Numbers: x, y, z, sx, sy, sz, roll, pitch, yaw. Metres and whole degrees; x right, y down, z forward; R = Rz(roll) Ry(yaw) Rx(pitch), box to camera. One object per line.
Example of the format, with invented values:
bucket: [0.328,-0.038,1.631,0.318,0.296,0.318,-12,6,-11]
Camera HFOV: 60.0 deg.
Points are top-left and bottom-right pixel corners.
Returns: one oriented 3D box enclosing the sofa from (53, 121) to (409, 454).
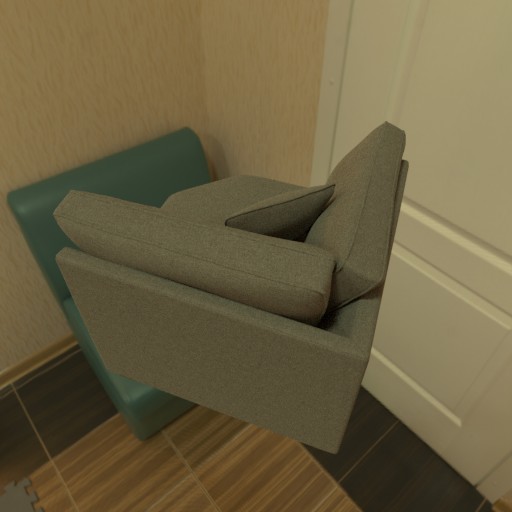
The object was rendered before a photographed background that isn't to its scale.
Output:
sofa: [0.000,0.000,1.865,1.042,0.951,1.050,15,47,14]
